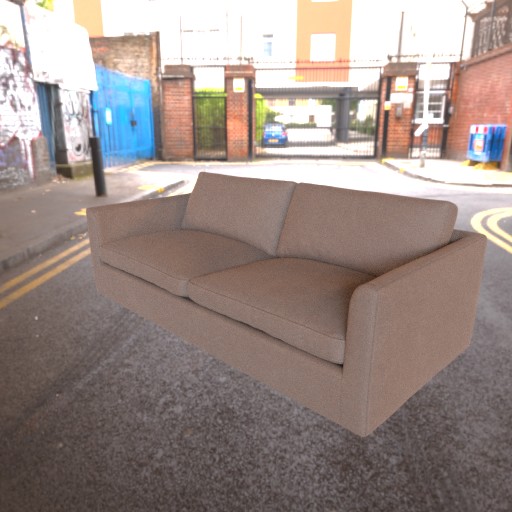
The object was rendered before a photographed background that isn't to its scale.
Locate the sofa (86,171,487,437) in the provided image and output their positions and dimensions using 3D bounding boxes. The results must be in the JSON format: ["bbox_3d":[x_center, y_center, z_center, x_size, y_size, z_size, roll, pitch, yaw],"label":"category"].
[{"bbox_3d":[0.000,0.000,2.684,1.090,0.838,2.588,-16,22,-43],"label":"sofa"}]
